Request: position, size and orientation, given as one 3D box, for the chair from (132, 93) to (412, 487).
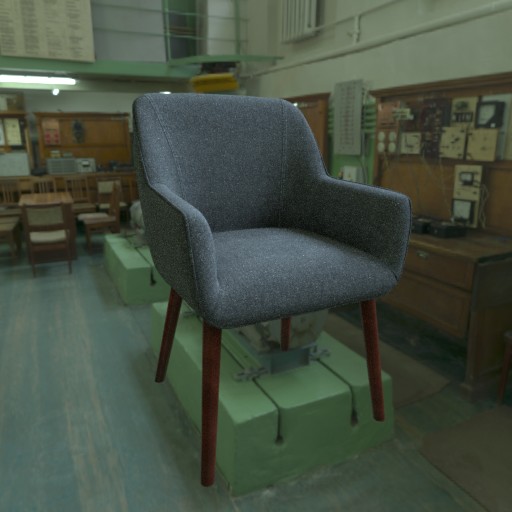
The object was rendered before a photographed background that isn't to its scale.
[{"bbox_3d":[0.000,0.000,1.120,0.543,0.803,0.519,-8,17,-26],"label":"chair"}]
